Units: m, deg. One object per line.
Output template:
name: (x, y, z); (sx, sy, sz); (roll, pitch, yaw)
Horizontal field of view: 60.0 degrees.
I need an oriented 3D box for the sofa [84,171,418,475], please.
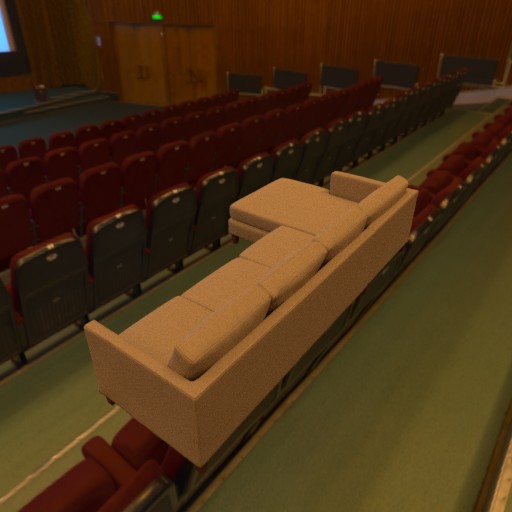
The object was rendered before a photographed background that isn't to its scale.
sofa: (0.000, 0.000, 3.797); (1.625, 0.846, 3.186); (22, 38, 31)
